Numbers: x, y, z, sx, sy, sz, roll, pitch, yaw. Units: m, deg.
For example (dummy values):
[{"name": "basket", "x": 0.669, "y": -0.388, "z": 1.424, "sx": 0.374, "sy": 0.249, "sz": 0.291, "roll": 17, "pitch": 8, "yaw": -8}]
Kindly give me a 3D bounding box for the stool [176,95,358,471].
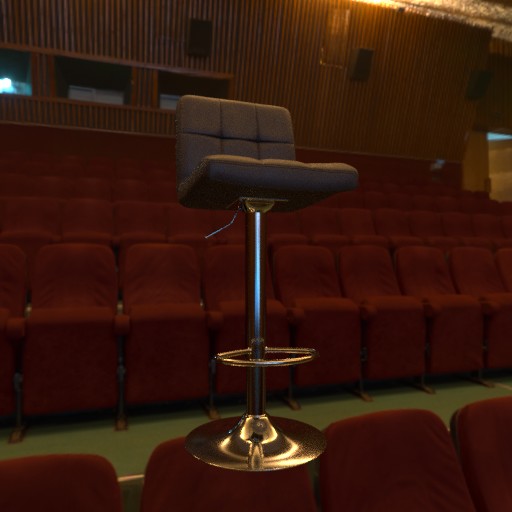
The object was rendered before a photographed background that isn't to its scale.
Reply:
[{"name": "stool", "x": 0.000, "y": 0.000, "z": 1.352, "sx": 0.430, "sy": 1.115, "sz": 0.505, "roll": 1, "pitch": -2, "yaw": -19}]
